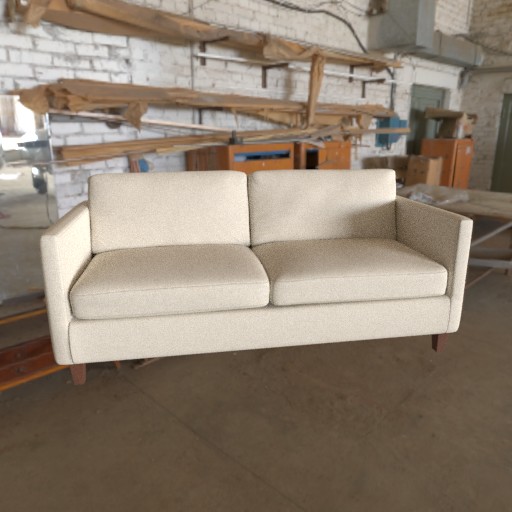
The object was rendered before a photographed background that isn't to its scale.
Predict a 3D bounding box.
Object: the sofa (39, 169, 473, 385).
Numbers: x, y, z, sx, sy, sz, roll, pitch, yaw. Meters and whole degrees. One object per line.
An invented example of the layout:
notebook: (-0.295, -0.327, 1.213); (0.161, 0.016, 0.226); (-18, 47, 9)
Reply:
sofa: (0.000, 0.000, 2.445); (1.981, 0.889, 0.965); (-3, 16, -9)
